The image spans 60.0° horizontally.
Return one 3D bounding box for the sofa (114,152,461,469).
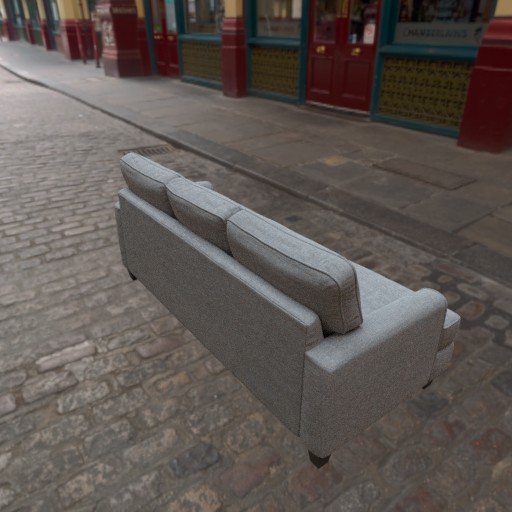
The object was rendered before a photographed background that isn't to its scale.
[{"bbox_3d":[0.000,0.000,2.652,0.951,0.965,2.158,-19,33,-32],"label":"sofa"}]
